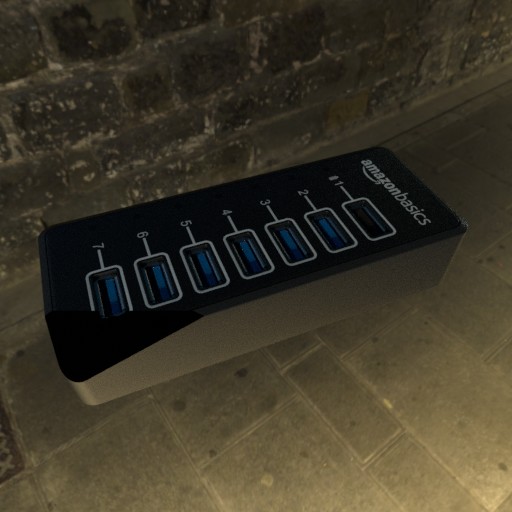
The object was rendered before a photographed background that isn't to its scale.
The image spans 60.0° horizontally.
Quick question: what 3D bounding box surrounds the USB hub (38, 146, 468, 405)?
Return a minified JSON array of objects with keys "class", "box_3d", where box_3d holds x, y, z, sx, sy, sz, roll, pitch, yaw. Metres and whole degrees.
[{"class":"USB hub","box_3d":[0.000,0.000,0.127,0.110,0.023,0.044,-16,49,-15]}]
